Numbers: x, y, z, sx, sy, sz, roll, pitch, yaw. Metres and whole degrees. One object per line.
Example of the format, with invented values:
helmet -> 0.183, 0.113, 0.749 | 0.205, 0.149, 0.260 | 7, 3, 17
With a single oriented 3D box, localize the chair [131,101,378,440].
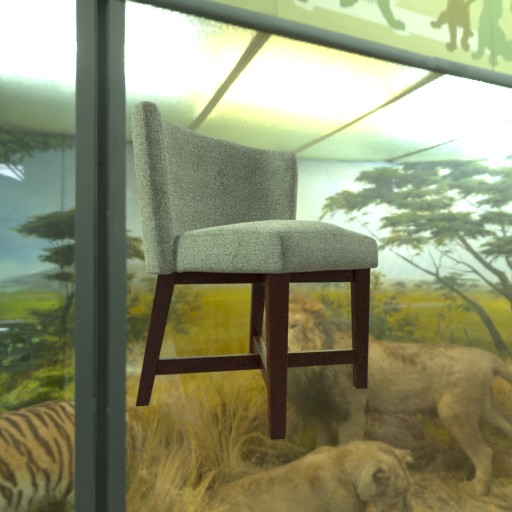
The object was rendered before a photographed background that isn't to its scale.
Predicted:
chair -> 0.000, 0.000, 1.325 | 0.575, 0.827, 0.728 | 0, 0, 36
